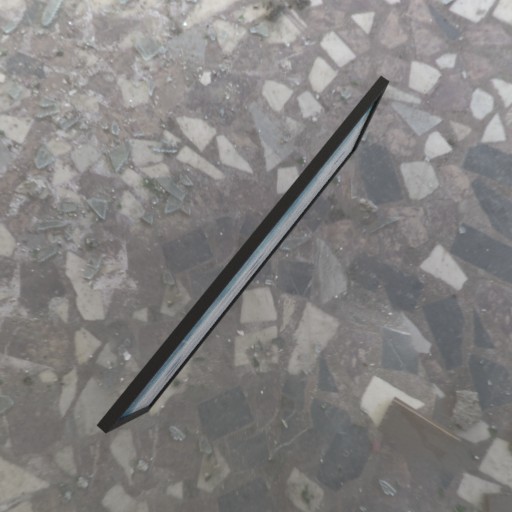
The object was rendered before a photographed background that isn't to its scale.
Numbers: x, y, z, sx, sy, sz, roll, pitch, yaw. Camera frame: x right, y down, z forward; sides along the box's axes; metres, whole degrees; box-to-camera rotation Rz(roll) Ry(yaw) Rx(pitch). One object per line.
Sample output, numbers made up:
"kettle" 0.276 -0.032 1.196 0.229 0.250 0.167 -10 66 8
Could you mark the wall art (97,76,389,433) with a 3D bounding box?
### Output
"wall art" 0.000 0.000 1.793 0.041 0.554 1.572 37 80 8
